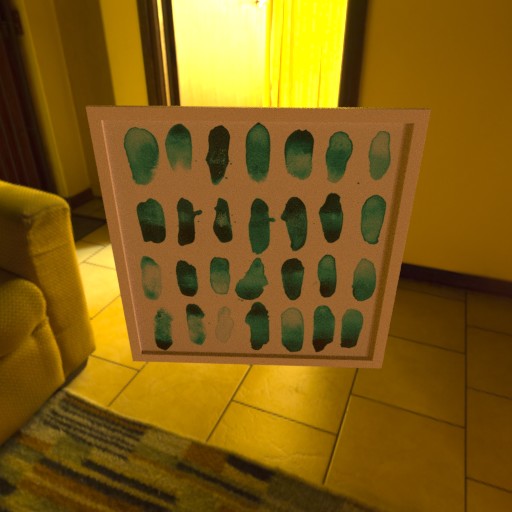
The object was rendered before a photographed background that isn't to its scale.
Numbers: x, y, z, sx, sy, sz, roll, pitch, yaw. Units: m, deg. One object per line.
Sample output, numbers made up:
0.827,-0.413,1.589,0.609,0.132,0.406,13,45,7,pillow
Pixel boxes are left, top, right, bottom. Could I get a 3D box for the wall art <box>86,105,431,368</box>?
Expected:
0.000,0.000,0.703,0.456,0.457,0.009,1,30,2,wall art
